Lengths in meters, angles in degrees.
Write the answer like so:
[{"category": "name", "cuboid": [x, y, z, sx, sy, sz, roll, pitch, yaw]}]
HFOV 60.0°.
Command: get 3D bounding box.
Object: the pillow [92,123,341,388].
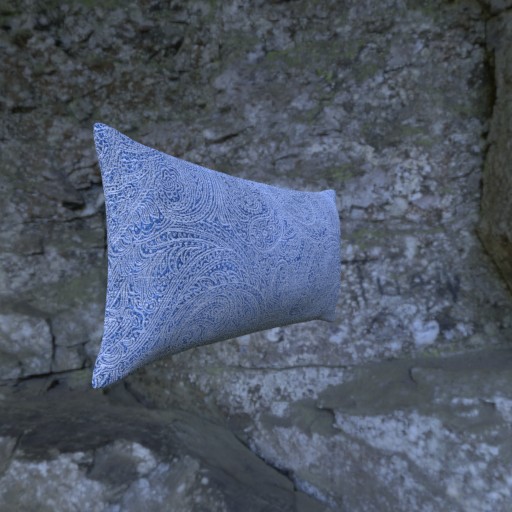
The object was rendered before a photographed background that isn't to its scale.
[{"category": "pillow", "cuboid": [0.000, 0.000, 0.736, 0.151, 0.295, 0.615, 0, 0, 35]}]
